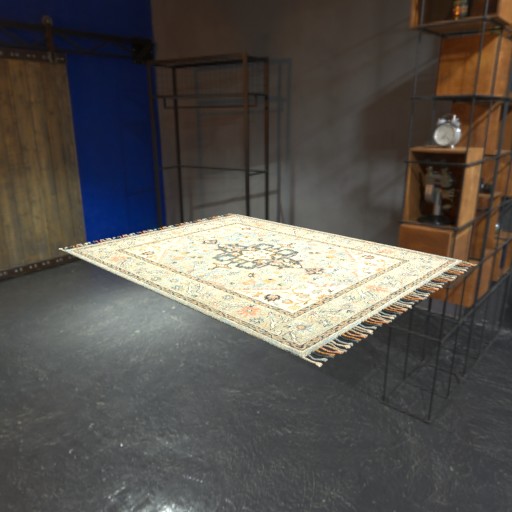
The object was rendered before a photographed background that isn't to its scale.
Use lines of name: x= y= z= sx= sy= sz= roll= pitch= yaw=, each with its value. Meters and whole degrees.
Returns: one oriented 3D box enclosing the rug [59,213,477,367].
rug: x=0.000 y=0.000 z=2.257 sx=1.730 sy=0.009 sz=1.278 roll=16 pitch=23 yaw=41
